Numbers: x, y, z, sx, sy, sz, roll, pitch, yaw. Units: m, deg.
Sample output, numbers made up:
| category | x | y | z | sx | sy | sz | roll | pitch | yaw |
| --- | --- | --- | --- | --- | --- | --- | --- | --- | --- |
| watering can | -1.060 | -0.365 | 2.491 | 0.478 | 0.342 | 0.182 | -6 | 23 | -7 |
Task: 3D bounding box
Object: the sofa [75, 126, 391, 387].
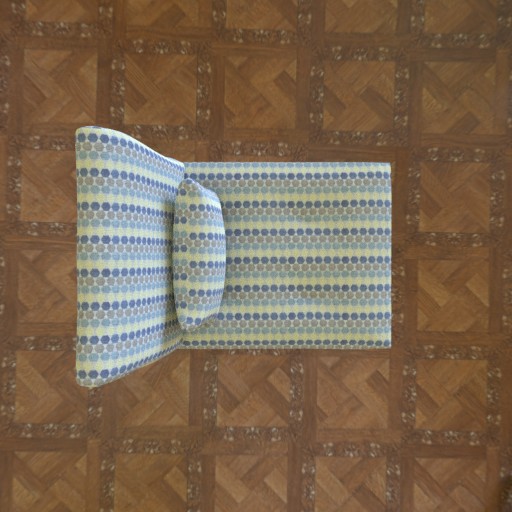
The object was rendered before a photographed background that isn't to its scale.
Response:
| category | x | y | z | sx | sy | sz | roll | pitch | yaw |
| --- | --- | --- | --- | --- | --- | --- | --- | --- | --- |
| sofa | 0.000 | 0.000 | 1.527 | 1.000 | 0.820 | 0.700 | 0 | 90 | 0 |
